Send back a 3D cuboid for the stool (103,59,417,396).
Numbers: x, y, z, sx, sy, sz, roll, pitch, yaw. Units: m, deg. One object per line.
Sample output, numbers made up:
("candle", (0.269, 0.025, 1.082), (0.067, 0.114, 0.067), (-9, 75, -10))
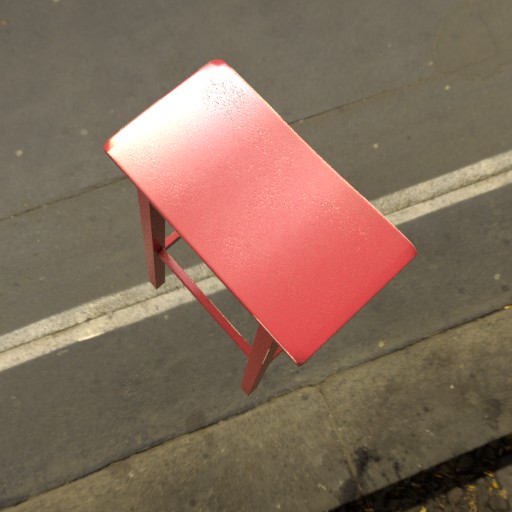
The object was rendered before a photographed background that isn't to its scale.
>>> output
("stool", (0.000, 0.000, 1.015), (0.476, 0.737, 0.457), (-41, 80, -9))
